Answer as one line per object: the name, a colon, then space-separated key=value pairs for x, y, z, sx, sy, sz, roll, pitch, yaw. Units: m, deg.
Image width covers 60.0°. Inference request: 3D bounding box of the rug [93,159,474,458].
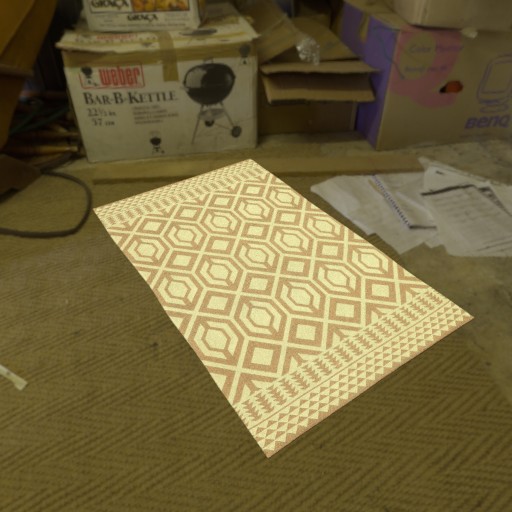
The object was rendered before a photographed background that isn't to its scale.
rug: x=0.000 y=0.000 z=3.105 sx=1.526 sy=0.011 sz=2.435 roll=-23 pitch=45 yaw=-25
